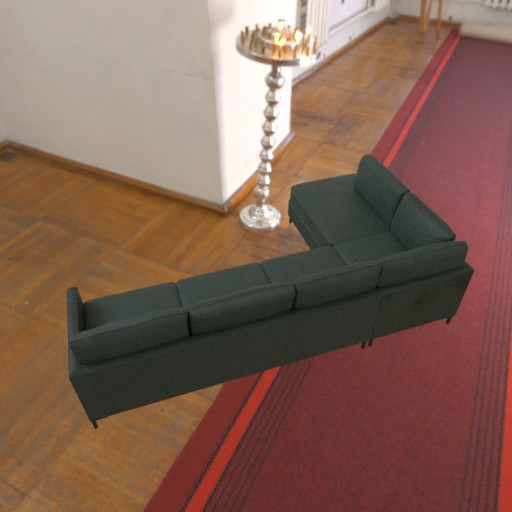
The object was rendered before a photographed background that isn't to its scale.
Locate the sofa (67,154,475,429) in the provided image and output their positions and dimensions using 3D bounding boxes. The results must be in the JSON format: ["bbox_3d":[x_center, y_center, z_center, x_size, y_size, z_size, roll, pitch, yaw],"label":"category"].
[{"bbox_3d":[0.000,0.000,4.297,3.384,0.996,2.048,-13,43,-14],"label":"sofa"}]
